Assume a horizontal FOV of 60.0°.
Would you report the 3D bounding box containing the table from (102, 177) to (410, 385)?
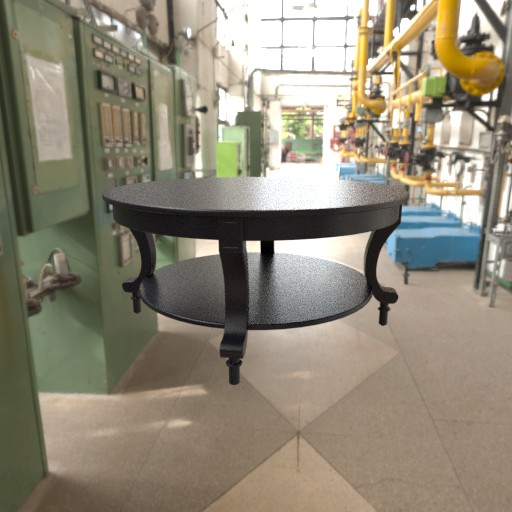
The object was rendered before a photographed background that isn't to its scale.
[{"bbox_3d":[0.000,0.000,1.619,1.029,0.491,1.029,0,15,0],"label":"table"}]
